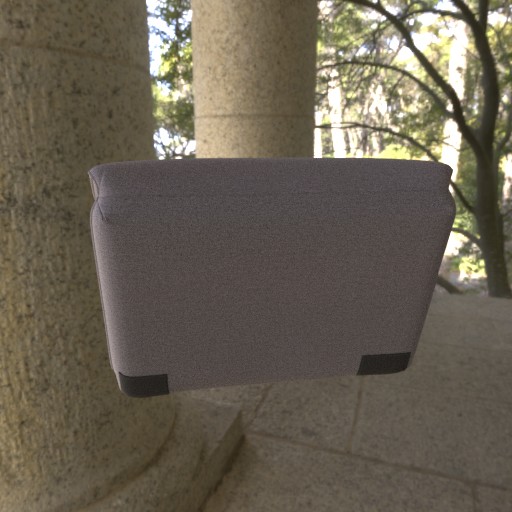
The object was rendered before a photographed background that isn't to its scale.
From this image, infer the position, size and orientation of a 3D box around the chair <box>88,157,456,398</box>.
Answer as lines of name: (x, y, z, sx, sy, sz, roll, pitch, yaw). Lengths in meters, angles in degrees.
chair: (0.000, 0.000, 1.314, 0.820, 0.580, 0.780, -3, 14, -10)
